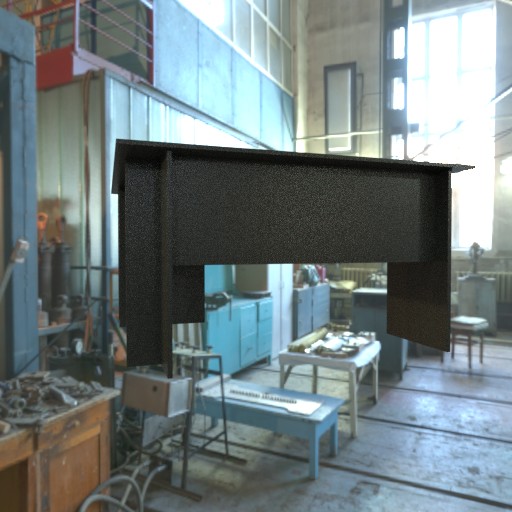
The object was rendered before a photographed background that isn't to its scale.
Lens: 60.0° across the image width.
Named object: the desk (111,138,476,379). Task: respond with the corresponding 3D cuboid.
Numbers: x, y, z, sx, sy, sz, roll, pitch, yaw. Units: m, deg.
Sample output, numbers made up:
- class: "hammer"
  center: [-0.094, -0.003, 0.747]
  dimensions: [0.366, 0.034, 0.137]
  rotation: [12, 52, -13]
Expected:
- class: "desk"
  center: [0.000, 0.000, 2.125]
  dimensions: [1.303, 0.716, 1.361]
  rotation: [0, 1, -19]
